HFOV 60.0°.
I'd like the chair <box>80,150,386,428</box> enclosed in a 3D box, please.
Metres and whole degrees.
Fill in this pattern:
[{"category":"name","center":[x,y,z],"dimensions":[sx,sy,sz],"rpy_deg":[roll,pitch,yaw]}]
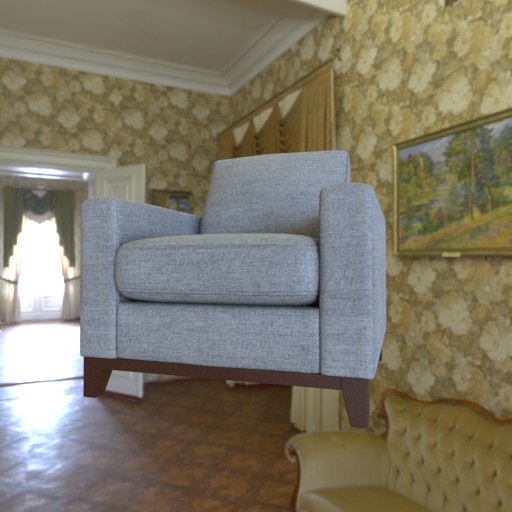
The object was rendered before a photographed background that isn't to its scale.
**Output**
[{"category":"chair","center":[0.000,0.000,1.875],"dimensions":[1.024,1.010,1.038],"rpy_deg":[0,-1,18]}]
